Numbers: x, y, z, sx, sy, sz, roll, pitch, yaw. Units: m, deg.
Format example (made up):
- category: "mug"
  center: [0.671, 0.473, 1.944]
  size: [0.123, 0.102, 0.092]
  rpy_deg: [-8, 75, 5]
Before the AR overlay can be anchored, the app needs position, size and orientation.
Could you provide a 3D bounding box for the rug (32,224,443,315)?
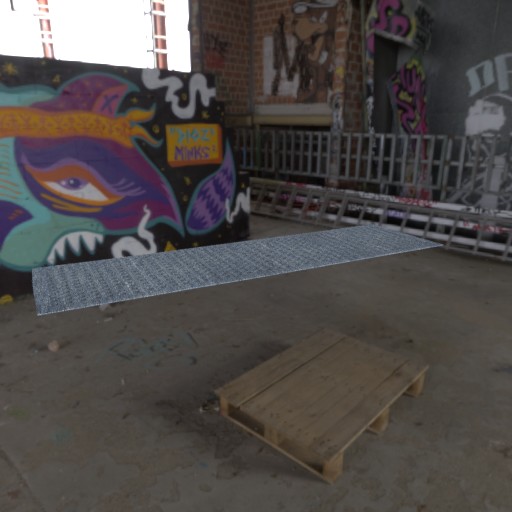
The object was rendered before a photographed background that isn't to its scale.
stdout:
- category: "rug"
  center: [0.000, 0.000, 2.695]
  size: [2.443, 0.008, 0.688]
  rpy_deg: [-9, 19, -26]
